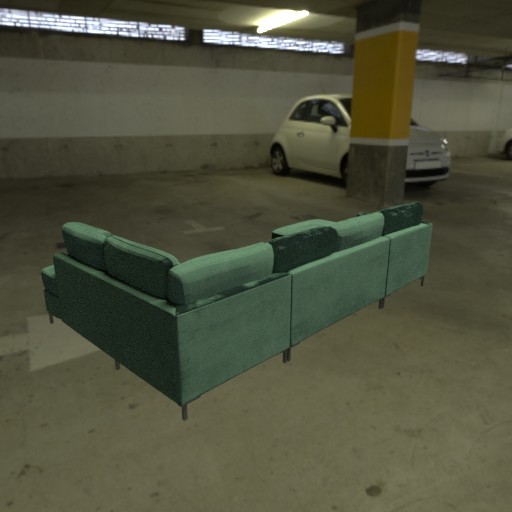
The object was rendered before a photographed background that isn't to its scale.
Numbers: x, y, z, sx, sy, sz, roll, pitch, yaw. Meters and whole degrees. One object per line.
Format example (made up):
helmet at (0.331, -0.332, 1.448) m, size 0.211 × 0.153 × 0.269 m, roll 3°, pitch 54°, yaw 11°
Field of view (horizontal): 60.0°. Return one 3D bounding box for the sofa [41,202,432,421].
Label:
sofa at (0.000, 0.000, 4.421) m, size 2.055 × 0.992 × 3.434 m, roll 16°, pitch 23°, yaw 42°
